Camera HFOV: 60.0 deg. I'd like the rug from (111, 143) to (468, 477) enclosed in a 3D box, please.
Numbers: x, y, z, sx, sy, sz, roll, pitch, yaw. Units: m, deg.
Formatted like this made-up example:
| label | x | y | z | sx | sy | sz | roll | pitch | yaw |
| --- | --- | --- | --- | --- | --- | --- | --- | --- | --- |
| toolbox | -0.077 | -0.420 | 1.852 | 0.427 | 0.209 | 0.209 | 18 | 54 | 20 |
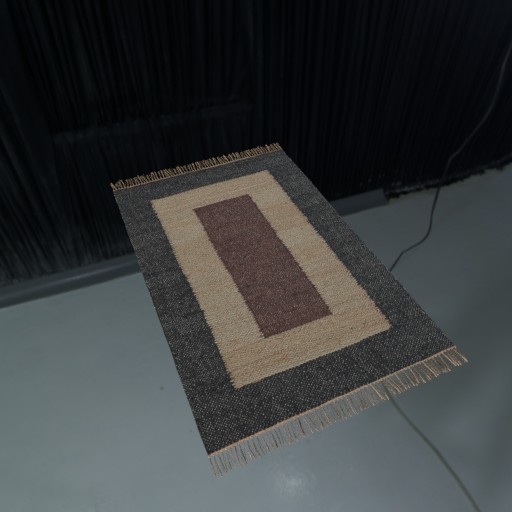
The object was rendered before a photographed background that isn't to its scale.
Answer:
| label | x | y | z | sx | sy | sz | roll | pitch | yaw |
| --- | --- | --- | --- | --- | --- | --- | --- | --- | --- |
| rug | 0.000 | 0.000 | 2.470 | 1.224 | 0.027 | 2.021 | -18 | 48 | -16 |
